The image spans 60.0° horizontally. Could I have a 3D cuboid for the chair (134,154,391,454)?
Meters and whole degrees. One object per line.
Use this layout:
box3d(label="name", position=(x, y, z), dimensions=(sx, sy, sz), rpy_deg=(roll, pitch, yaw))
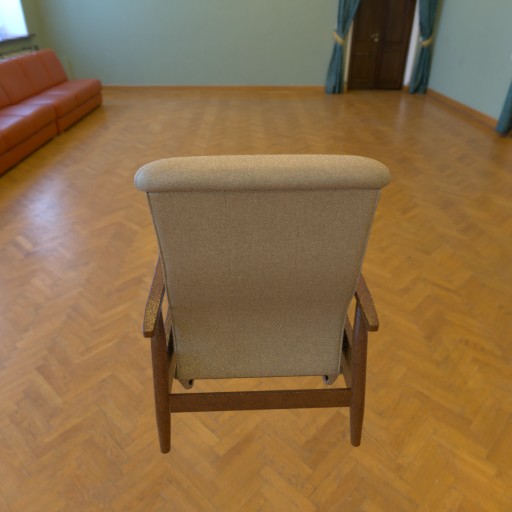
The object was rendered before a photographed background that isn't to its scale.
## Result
box3d(label="chair", position=(0.000, 0.000, 1.762), dimensions=(0.762, 1.082, 1.030), rpy_deg=(-1, 30, -2))
